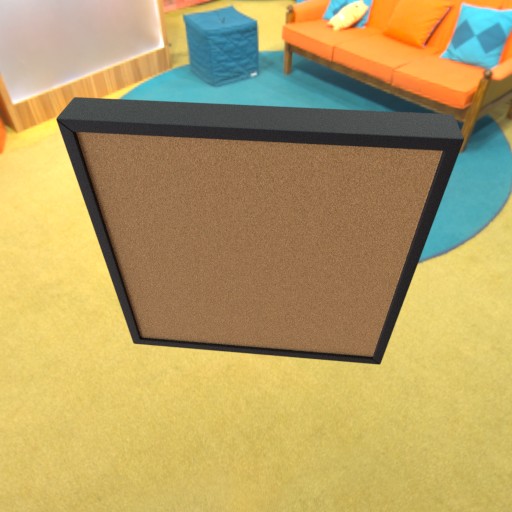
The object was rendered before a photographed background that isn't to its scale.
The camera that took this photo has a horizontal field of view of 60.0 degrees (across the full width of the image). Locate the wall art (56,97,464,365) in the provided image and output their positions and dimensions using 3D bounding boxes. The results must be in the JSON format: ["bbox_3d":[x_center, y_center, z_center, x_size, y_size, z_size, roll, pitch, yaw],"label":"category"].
[{"bbox_3d":[0.000,0.000,0.449,0.305,0.305,0.037,4,45,4],"label":"wall art"}]
